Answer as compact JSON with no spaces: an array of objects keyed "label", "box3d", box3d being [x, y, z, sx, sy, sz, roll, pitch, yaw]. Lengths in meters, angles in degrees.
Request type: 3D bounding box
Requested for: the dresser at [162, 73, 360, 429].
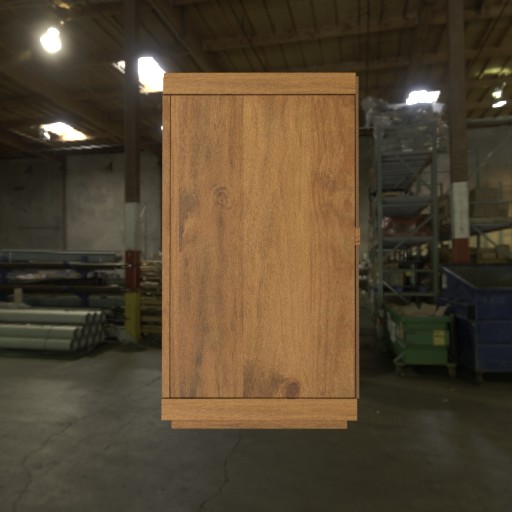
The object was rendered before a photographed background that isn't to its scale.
[{"label":"dresser","box3d":[0.000,0.000,1.636,0.479,0.825,1.261,0,-1,0]}]
